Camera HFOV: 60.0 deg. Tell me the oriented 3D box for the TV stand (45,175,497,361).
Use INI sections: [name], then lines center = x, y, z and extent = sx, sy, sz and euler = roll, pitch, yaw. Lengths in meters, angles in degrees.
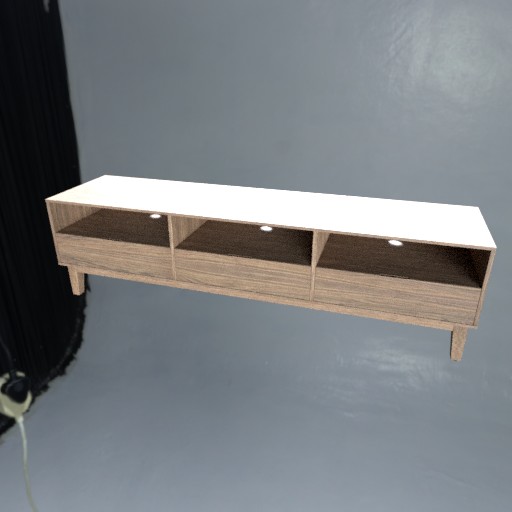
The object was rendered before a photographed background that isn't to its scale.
[TV stand]
center = 0.000, 0.000, 1.646
extent = 1.482, 0.409, 0.366
euler = 7, 26, 16
